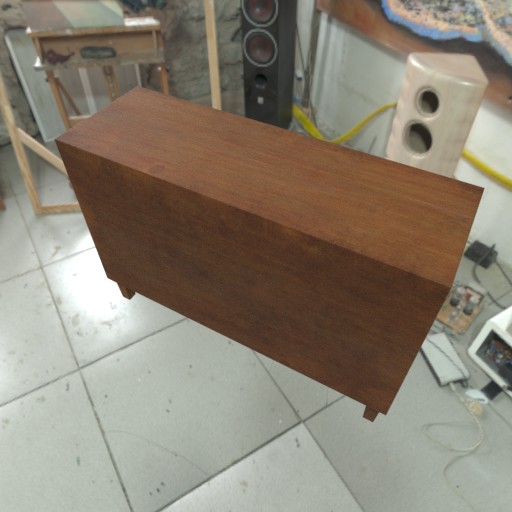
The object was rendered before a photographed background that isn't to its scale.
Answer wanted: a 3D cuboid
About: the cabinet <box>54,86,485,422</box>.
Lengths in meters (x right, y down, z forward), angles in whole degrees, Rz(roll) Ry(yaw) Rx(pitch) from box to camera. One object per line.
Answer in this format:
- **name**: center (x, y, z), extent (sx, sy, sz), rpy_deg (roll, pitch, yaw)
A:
- **cabinet**: center (0.000, 0.000, 1.582), extent (1.204, 0.805, 0.403), rpy_deg (22, 51, 19)
